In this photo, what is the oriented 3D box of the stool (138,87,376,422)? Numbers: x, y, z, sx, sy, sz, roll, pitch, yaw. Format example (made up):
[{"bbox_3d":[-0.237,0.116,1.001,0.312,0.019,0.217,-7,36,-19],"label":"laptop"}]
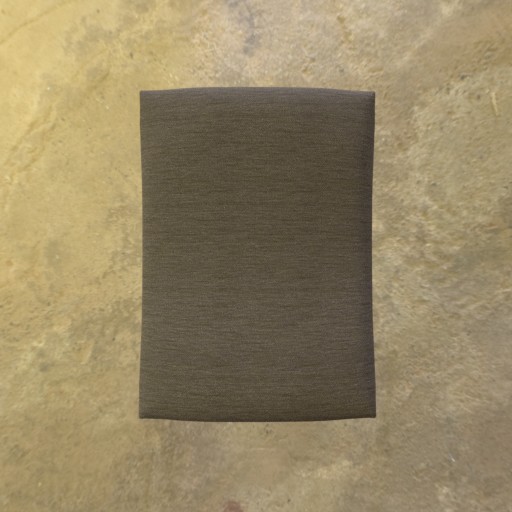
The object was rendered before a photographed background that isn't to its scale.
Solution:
[{"bbox_3d":[0.000,0.000,0.958,0.372,0.654,0.504,0,89,0],"label":"stool"}]
